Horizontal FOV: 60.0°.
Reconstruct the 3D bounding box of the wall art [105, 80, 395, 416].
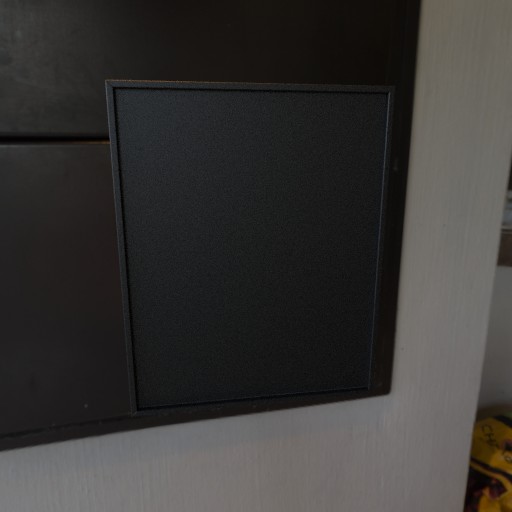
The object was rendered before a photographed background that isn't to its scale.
[{"bbox_3d":[0.000,0.000,0.764,0.449,0.555,0.039,-2,14,-9],"label":"wall art"}]
